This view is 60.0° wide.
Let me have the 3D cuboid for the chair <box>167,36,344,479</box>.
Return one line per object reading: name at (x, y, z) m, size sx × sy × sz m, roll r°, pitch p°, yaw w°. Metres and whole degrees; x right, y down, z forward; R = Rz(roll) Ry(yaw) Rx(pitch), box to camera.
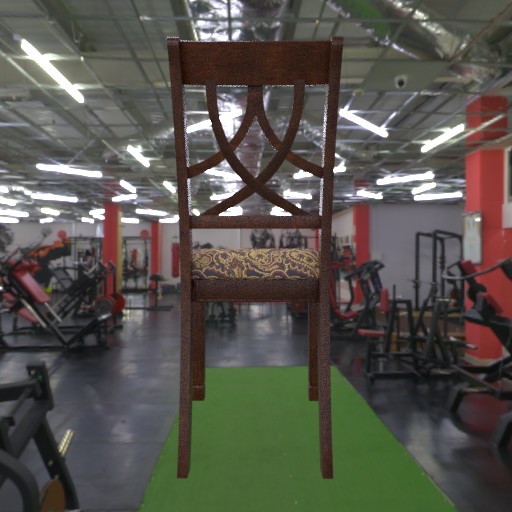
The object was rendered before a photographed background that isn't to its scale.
chair at (0.000, 0.000, 1.252) m, size 0.457 × 0.965 × 0.584 m, roll 0°, pitch 0°, yaw 0°
